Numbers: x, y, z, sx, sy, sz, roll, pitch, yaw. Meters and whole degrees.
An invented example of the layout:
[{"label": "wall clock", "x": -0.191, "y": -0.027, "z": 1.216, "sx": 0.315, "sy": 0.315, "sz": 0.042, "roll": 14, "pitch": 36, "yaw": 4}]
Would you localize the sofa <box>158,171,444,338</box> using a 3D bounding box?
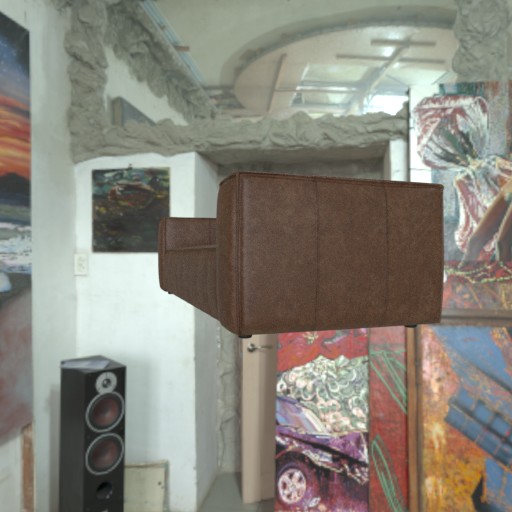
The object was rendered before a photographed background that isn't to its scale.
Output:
[{"label": "sofa", "x": 0.000, "y": 0.000, "z": 3.124, "sx": 1.102, "sy": 0.701, "sz": 2.581, "roll": 0, "pitch": 0, "yaw": -19}]
